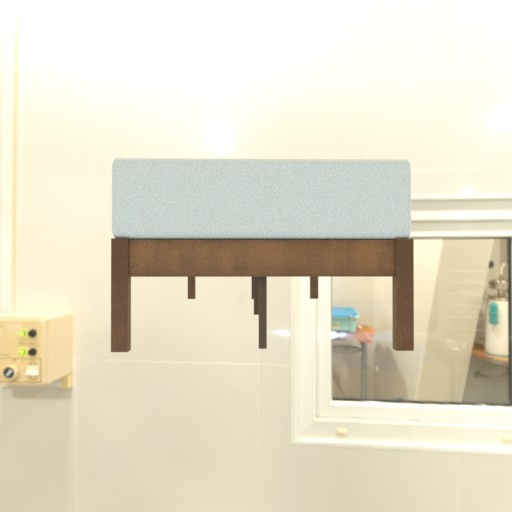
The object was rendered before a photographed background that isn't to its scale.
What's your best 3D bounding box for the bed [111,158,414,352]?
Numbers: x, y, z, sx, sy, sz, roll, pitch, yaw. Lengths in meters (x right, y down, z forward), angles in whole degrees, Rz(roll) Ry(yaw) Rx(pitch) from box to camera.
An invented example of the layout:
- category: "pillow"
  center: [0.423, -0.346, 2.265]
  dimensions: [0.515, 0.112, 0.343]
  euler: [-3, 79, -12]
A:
- category: "bed"
  center: [0.000, 0.000, 2.349]
  dimensions: [0.961, 0.616, 1.902]
  euler: [0, 0, -1]
